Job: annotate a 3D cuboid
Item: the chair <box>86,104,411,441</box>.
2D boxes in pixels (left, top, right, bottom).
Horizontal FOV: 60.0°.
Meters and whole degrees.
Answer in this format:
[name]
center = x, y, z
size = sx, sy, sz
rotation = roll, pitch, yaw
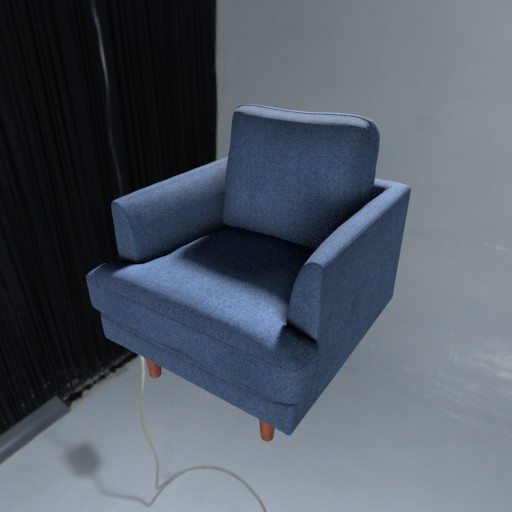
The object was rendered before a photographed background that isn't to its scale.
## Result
[chair]
center = 0.000, 0.000, 1.635
size = 0.858, 0.957, 0.899
rotation = 18, 33, 30
